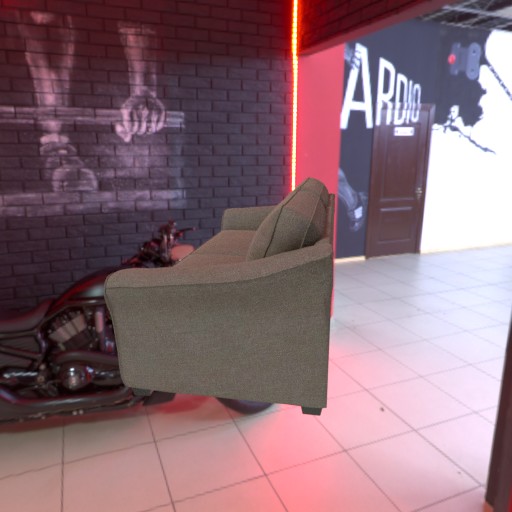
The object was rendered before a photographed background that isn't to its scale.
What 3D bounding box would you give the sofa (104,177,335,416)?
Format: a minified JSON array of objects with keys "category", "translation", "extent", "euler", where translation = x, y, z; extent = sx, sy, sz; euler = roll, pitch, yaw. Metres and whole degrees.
[{"category":"sofa","translation":[0.000,0.000,2.867],"extent":[0.986,0.906,2.270],"euler":[2,14,10]}]
